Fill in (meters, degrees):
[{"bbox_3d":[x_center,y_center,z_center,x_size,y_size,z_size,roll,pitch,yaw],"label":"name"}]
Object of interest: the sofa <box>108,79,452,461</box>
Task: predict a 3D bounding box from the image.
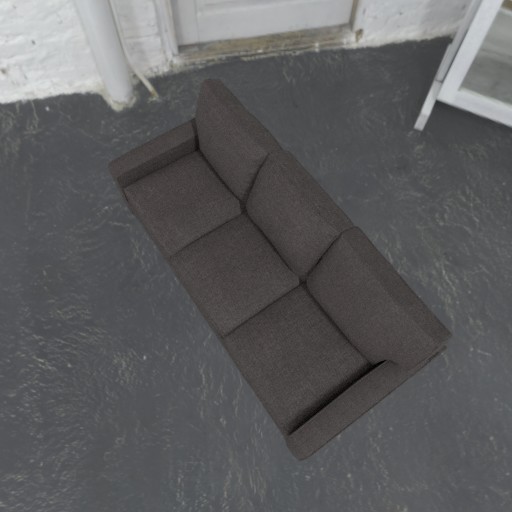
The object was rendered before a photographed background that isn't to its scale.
[{"bbox_3d":[0.000,0.000,2.975,1.004,0.978,2.369,-32,69,-14],"label":"sofa"}]
